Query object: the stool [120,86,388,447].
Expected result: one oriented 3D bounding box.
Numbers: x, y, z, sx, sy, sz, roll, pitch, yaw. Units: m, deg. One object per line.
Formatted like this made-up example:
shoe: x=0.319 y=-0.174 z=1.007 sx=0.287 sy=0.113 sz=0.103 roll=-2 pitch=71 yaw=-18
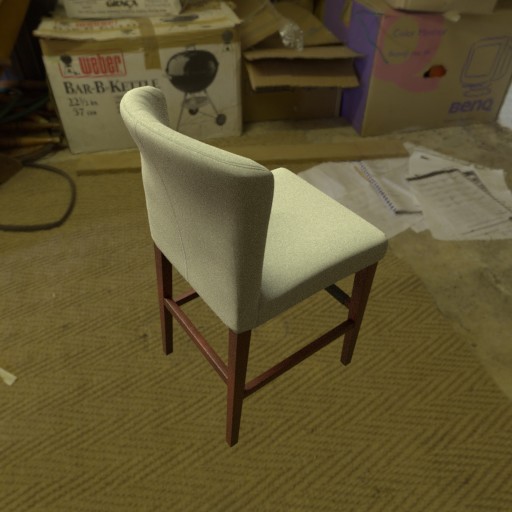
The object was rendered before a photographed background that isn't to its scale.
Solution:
stool: x=0.000 y=0.000 z=1.267 sx=0.568 sy=0.968 sz=0.479 roll=-26 pitch=48 yaw=-26
